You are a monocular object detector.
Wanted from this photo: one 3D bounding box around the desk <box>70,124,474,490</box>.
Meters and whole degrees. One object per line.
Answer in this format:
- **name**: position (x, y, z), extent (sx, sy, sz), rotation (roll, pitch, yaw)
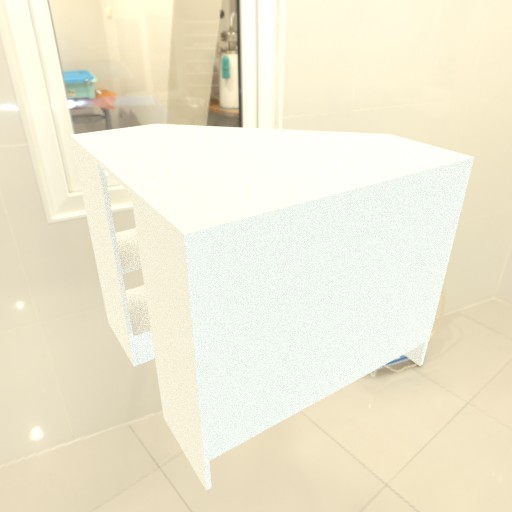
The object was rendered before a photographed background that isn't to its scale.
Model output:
- **desk**: position (0.000, 0.000, 1.627), extent (0.940, 0.818, 0.926), rotation (-18, 34, -28)
